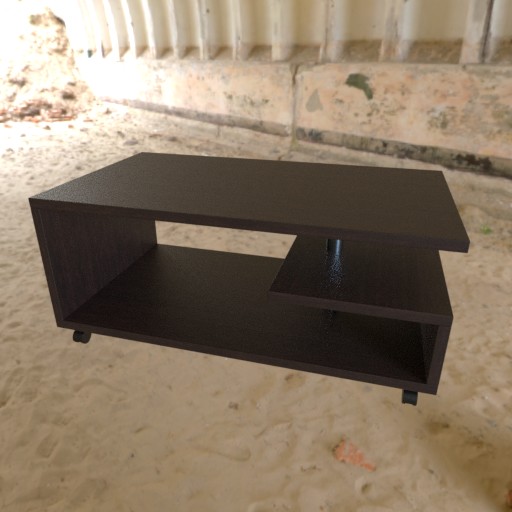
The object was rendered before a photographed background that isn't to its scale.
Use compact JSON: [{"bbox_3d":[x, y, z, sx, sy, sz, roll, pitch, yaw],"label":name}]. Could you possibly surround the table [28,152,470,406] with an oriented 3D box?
[{"bbox_3d":[0.000,0.000,1.362,1.050,0.460,0.590,7,26,14],"label":"table"}]
